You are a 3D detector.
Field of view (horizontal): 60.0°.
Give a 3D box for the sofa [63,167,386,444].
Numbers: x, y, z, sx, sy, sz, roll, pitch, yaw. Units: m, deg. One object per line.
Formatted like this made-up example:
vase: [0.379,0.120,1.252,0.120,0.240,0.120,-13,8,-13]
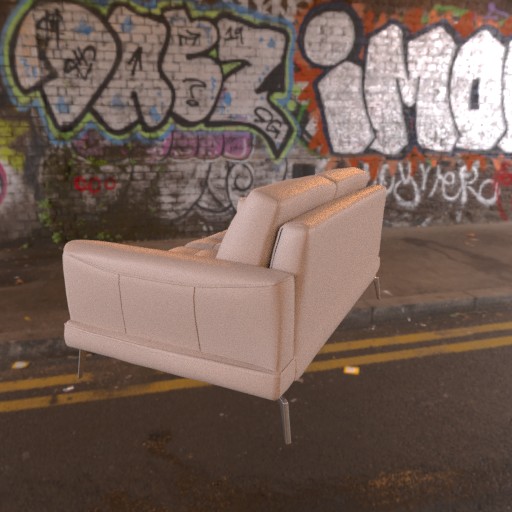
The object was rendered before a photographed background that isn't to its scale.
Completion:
sofa: [0.000,0.000,2.481,1.121,0.930,1.819,7,17,25]
